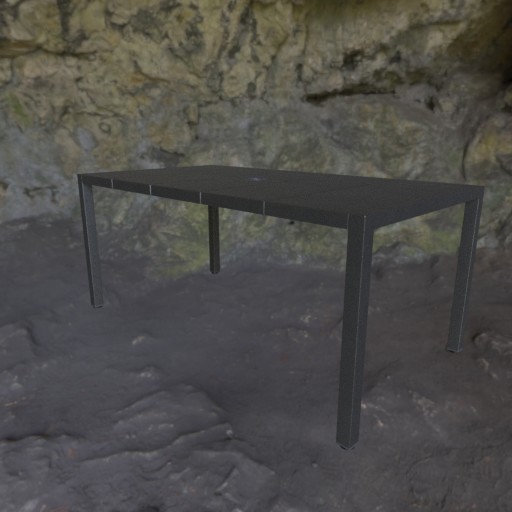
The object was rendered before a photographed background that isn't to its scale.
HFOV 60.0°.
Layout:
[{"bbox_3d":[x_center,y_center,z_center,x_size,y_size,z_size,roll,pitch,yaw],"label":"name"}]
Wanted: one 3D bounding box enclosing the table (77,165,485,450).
[{"bbox_3d":[0.000,0.000,2.127,1.680,0.735,0.914,15,21,42],"label":"table"}]
